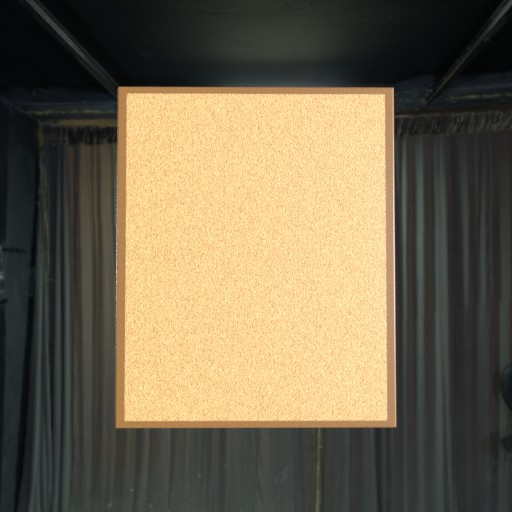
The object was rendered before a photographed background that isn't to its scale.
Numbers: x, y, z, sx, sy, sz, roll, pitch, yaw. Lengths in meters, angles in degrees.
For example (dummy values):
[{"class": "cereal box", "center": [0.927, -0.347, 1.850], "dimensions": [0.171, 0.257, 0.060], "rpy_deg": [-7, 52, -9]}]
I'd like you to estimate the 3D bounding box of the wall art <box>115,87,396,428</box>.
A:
[{"class": "wall art", "center": [0.000, 0.000, 0.499], "dimensions": [0.310, 0.379, 0.015], "rpy_deg": [0, -1, 0]}]
